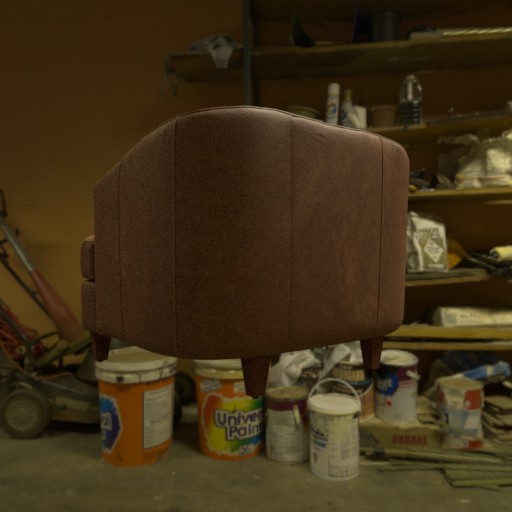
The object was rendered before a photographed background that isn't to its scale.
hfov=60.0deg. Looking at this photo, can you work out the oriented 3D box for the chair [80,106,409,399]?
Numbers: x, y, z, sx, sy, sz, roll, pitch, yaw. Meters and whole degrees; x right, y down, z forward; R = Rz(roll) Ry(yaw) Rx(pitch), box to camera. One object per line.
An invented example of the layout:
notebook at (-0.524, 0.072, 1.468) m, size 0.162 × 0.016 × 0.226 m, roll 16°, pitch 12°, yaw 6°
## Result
chair at (0.000, 0.000, 1.744) m, size 1.119 × 0.836 × 0.911 m, roll 0°, pitch 0°, yaw -37°
